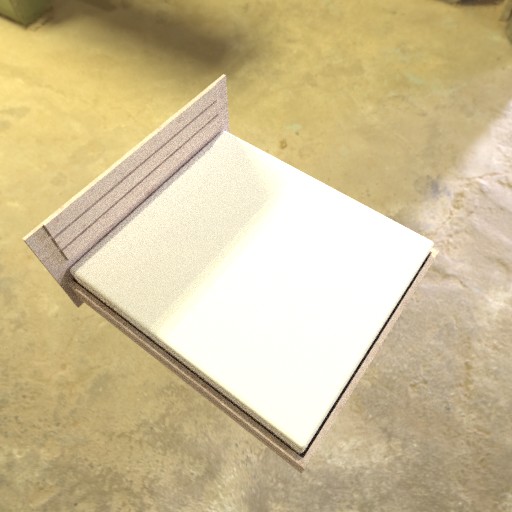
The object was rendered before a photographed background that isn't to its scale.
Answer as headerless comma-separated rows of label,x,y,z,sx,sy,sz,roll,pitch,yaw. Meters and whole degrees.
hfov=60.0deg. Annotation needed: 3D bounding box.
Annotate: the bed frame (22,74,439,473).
bed frame,0.000,0.000,3.168,2.080,0.970,1.950,32,64,18
